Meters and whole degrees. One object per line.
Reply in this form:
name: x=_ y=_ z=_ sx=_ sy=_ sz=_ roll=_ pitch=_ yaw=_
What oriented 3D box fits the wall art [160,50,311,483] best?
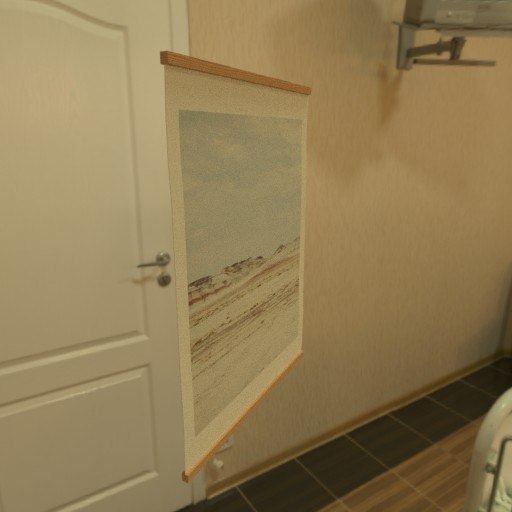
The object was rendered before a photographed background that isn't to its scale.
wall art: x=0.000 y=0.000 z=0.792 sx=0.011 sy=0.605 sz=0.458 roll=8 pitch=17 yaw=27
